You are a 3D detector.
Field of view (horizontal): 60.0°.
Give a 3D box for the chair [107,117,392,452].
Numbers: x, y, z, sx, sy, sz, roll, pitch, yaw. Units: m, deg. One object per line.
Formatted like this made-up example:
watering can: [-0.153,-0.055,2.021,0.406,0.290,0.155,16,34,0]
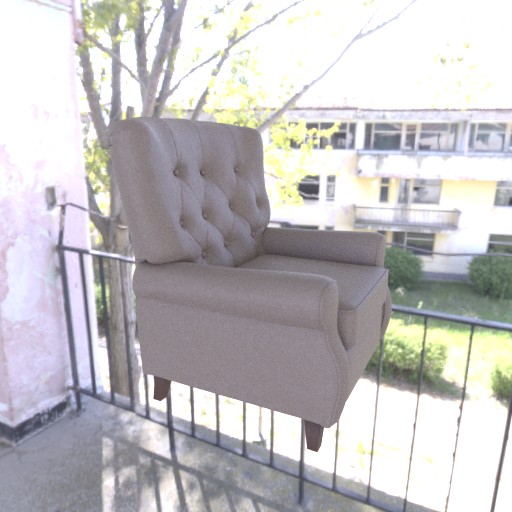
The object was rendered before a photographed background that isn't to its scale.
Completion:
chair: [0.000,0.000,1.889,1.041,1.138,0.999,7,16,26]
